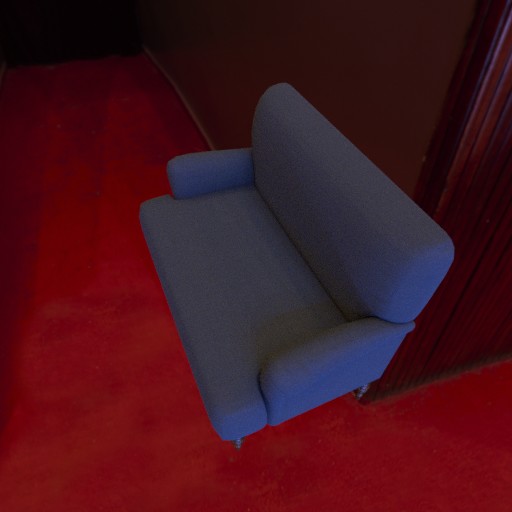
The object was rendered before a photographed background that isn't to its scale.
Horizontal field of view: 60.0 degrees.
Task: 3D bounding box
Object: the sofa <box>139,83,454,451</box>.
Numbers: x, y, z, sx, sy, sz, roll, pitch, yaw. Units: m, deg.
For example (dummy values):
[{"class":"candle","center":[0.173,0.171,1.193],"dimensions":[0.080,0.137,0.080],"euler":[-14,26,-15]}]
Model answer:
[{"class":"sofa","center":[0.000,0.000,1.837],"dimensions":[0.779,0.889,1.297],"euler":[-17,48,-16]}]
